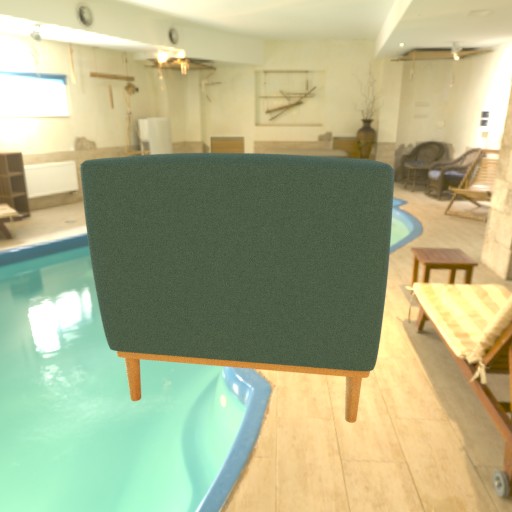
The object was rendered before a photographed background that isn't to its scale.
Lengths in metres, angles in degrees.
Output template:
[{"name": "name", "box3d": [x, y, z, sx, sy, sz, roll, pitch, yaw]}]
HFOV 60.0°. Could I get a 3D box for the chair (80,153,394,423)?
[{"name": "chair", "box3d": [0.000, 0.000, 1.649, 0.946, 0.818, 0.951, 3, 18, 8]}]
